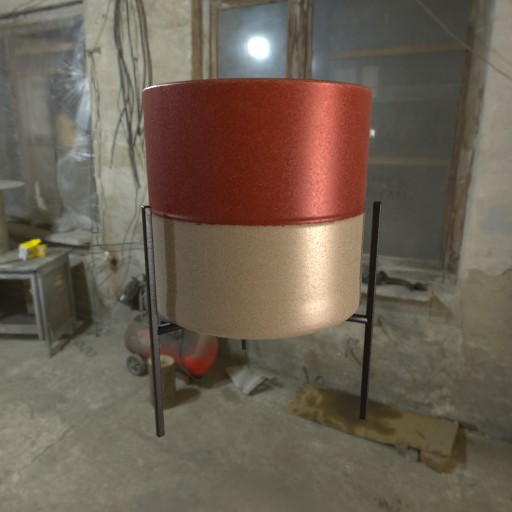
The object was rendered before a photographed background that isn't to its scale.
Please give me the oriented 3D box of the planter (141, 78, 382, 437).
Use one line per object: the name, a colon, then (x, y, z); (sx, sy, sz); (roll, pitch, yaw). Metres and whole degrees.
planter: (0.000, 0.000, 0.512); (0.235, 0.354, 0.251); (-2, 15, -8)
